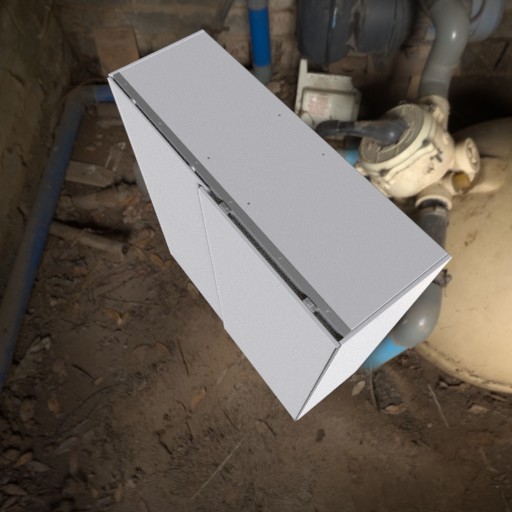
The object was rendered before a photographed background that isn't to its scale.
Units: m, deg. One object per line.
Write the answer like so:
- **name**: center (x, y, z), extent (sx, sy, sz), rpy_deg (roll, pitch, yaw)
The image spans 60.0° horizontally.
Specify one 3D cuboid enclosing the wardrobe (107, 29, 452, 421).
- **wardrobe**: center (0.000, 0.000, 2.883), extent (0.629, 1.960, 1.780), rpy_deg (-34, 67, -16)
